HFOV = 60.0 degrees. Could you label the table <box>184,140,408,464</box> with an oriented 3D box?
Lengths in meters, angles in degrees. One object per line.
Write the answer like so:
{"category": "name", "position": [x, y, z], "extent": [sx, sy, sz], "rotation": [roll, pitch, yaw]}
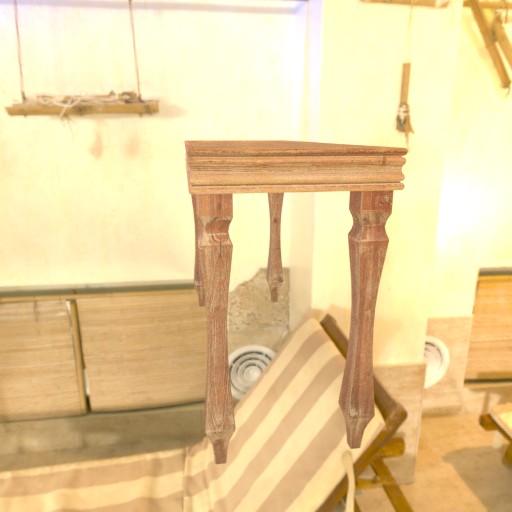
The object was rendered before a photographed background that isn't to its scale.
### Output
{"category": "table", "position": [0.000, 0.000, 1.765], "extent": [0.522, 0.873, 1.330], "rotation": [-2, 16, -9]}
